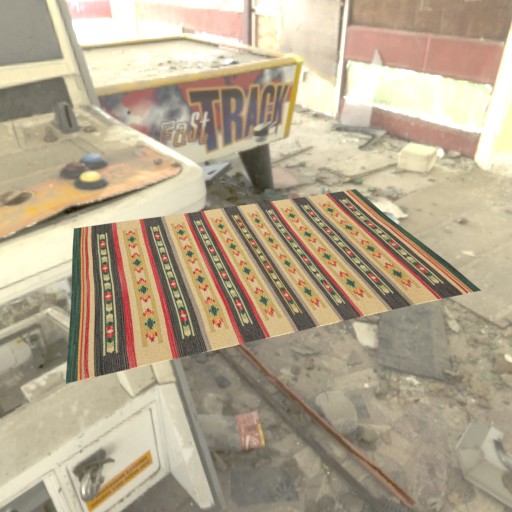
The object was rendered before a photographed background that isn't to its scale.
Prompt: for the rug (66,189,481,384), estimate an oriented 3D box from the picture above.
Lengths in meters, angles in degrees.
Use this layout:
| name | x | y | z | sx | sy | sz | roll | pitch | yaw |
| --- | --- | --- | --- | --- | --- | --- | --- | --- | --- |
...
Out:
| name | x | y | z | sx | sy | sz | roll | pitch | yaw |
| --- | --- | --- | --- | --- | --- | --- | --- | --- | --- |
| rug | 0.000 | 0.000 | 2.925 | 2.311 | 0.010 | 1.522 | -10 | 34 | -15 |
